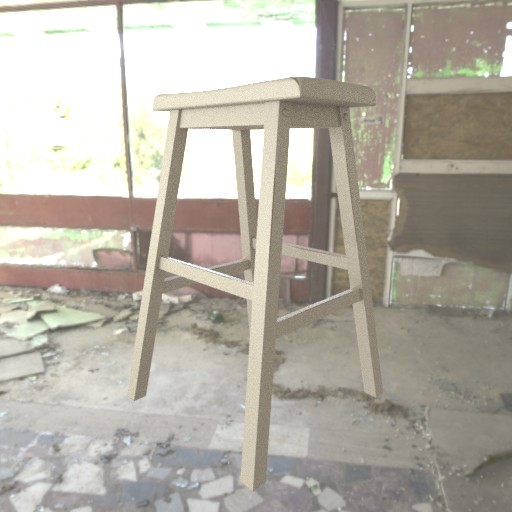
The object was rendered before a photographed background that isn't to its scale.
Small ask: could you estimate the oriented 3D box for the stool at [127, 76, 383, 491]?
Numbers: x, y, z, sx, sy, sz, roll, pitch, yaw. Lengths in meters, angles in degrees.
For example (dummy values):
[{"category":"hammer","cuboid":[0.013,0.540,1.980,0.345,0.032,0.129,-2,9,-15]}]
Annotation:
[{"category":"stool","cuboid":[0.000,0.000,1.051,0.457,0.737,0.476,14,20,43]}]
